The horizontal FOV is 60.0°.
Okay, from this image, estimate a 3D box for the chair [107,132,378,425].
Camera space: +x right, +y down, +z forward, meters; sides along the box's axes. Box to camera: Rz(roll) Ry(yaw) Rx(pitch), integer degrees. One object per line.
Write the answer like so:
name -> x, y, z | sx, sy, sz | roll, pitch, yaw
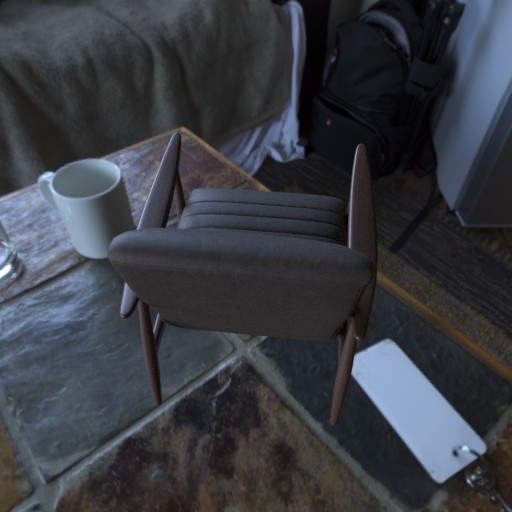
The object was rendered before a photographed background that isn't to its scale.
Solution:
chair -> 0.000, 0.000, 1.459 | 0.741, 0.831, 0.798 | 5, 48, 4
